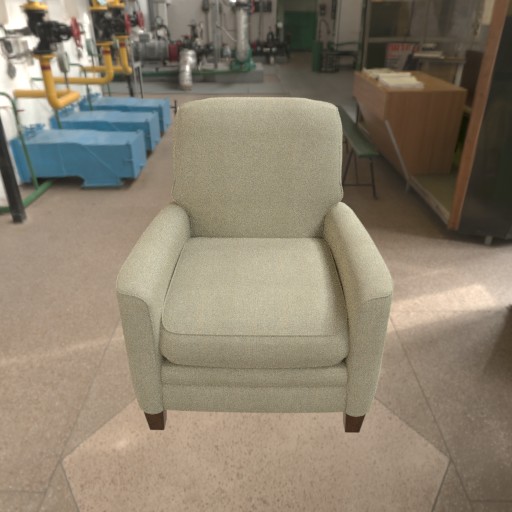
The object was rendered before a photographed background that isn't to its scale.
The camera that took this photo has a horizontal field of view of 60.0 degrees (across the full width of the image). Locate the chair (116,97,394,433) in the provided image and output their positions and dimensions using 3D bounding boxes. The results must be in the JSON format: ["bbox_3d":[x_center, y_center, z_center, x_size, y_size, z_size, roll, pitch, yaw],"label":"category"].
[{"bbox_3d":[0.000,0.000,1.653,0.850,1.006,0.853,0,30,1],"label":"chair"}]
